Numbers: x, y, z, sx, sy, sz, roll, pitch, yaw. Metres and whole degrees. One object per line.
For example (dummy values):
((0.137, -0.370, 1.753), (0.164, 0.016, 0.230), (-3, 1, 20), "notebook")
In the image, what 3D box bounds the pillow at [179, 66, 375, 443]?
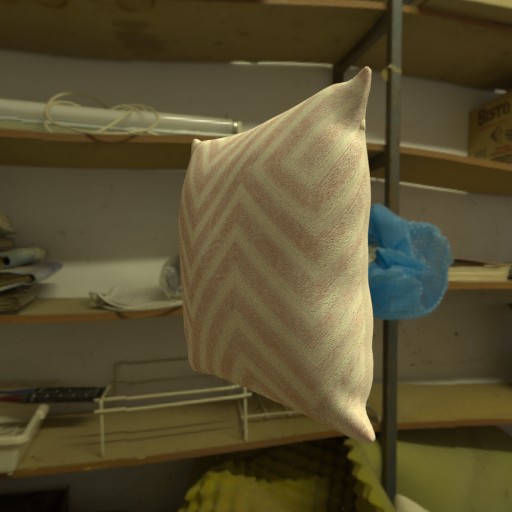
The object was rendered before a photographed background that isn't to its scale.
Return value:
((0.000, 0.000, 0.674), (0.182, 0.441, 0.440), (0, 0, -35), "pillow")
